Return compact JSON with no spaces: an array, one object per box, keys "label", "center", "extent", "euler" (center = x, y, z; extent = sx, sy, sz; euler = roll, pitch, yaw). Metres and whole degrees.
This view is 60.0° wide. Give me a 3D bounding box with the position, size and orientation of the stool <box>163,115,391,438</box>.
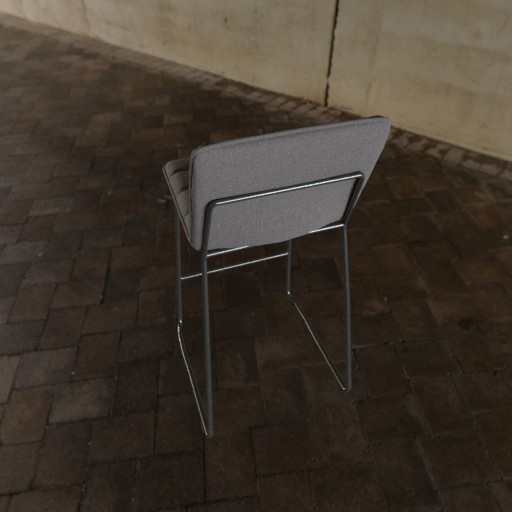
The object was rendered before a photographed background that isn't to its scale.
[{"label":"stool","center":[0.000,0.000,1.252],"extent":[0.490,0.960,0.490],"euler":[-13,43,-15]}]
